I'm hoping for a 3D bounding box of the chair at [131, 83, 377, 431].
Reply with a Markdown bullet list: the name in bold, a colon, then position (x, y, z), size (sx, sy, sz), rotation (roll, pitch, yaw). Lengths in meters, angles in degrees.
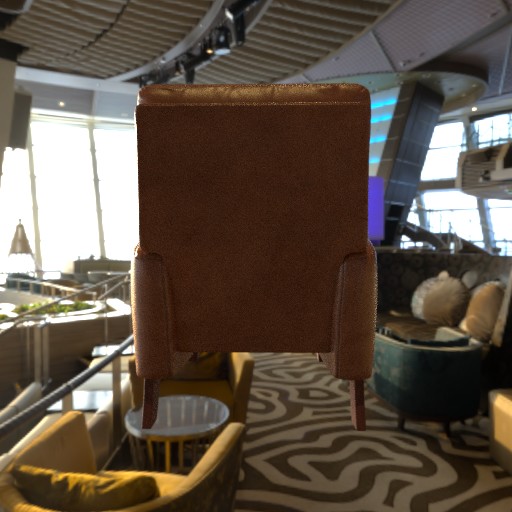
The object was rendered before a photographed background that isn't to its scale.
- **chair**: position (0.000, 0.000, 1.618), size (0.762, 0.990, 0.990), rotation (0, 2, 1)
